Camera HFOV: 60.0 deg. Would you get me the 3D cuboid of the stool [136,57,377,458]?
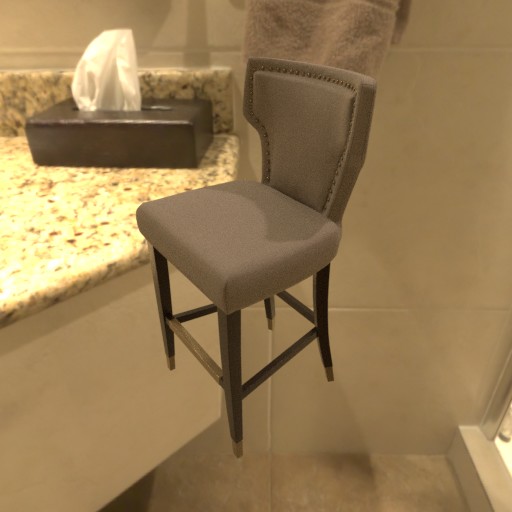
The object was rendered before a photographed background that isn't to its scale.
[{"bbox_3d":[0.000,0.000,1.409,0.563,1.092,0.526,-21,38,-30],"label":"stool"}]
